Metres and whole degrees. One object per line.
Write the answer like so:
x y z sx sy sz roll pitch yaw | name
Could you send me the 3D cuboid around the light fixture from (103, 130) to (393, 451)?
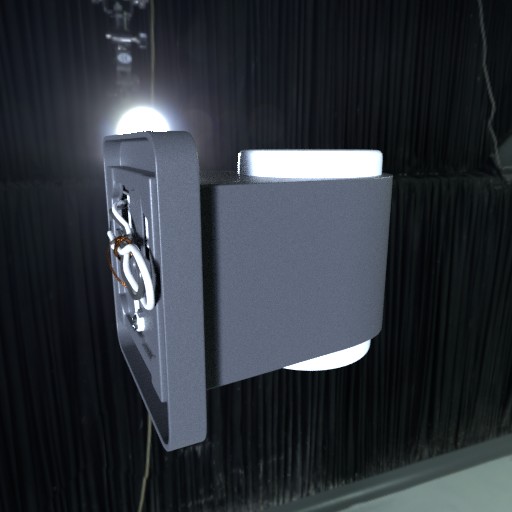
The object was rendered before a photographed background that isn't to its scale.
0.000 0.000 0.207 0.132 0.109 0.109 -7 15 -25 | light fixture
